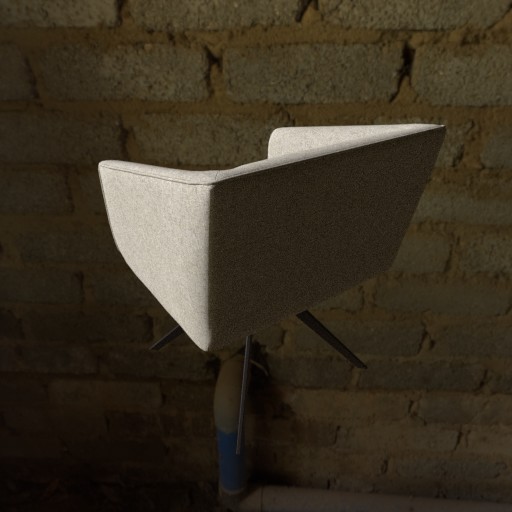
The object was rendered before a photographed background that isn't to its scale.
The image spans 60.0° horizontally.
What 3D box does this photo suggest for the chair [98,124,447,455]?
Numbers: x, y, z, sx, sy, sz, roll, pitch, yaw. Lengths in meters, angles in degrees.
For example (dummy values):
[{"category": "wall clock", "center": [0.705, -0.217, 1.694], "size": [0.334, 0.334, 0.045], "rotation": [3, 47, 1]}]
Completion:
[{"category": "chair", "center": [0.000, 0.000, 1.232], "size": [0.628, 0.760, 0.623], "rotation": [-20, 36, -30]}]
